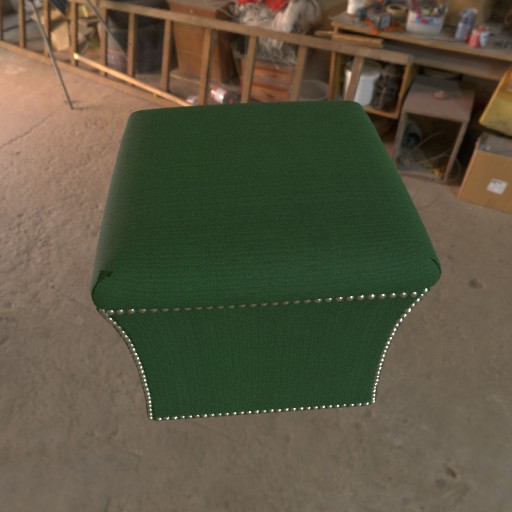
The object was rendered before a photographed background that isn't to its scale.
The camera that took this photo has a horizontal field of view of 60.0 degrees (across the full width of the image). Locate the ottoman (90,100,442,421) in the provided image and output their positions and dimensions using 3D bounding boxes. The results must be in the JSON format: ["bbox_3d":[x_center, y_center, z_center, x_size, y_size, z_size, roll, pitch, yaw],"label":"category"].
[{"bbox_3d":[0.000,0.000,0.908,0.507,0.475,0.497,-3,47,-3],"label":"ottoman"}]
